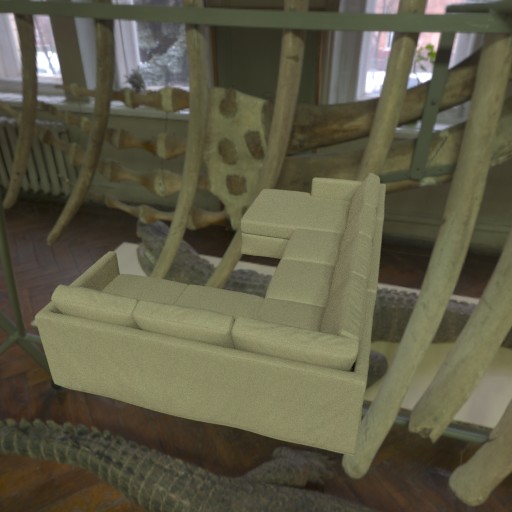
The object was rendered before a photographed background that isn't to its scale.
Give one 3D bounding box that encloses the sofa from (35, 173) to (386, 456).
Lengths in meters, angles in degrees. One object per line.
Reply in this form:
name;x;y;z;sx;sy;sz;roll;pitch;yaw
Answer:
sofa;0.000;0.000;4.537;2.476;0.878;3.528;8;31;14
